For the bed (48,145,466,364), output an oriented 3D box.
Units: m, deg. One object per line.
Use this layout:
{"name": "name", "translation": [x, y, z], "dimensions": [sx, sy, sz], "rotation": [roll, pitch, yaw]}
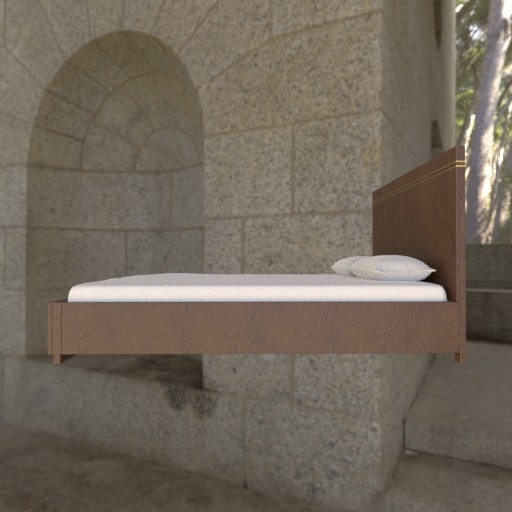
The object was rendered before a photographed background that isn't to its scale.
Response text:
{"name": "bed", "translation": [0.000, 0.000, 3.163], "dimensions": [2.221, 1.169, 1.613], "rotation": [0, -1, -1]}
